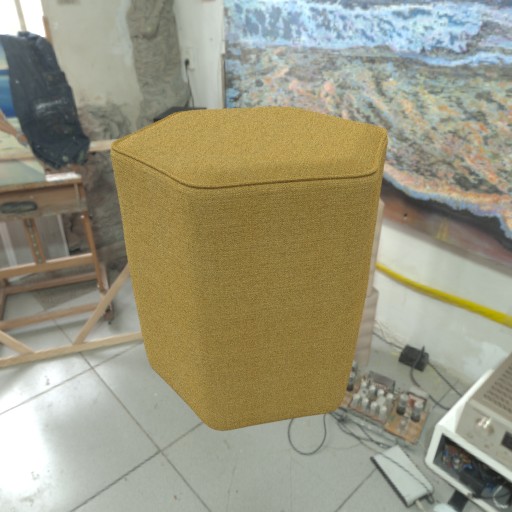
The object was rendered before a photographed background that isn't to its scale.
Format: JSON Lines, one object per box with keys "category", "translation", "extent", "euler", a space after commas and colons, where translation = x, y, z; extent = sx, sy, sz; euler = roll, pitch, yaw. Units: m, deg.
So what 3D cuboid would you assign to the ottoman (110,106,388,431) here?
{"category": "ottoman", "translation": [0.000, 0.000, 0.889], "extent": [0.443, 0.502, 0.494], "euler": [10, 32, 16]}
